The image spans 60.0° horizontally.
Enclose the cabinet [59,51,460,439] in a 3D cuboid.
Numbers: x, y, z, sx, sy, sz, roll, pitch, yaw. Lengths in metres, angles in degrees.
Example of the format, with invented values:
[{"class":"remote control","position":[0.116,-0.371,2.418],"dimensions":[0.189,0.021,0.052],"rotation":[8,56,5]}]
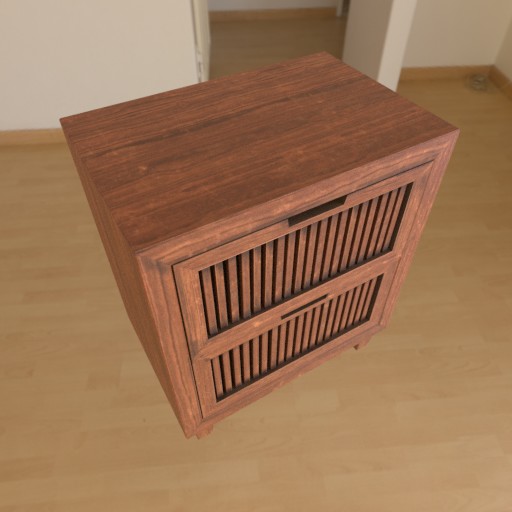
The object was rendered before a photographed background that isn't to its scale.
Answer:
[{"class":"cabinet","position":[0.000,0.000,1.053],"dimensions":[0.607,0.695,0.410],"rotation":[-23,50,-21]}]
